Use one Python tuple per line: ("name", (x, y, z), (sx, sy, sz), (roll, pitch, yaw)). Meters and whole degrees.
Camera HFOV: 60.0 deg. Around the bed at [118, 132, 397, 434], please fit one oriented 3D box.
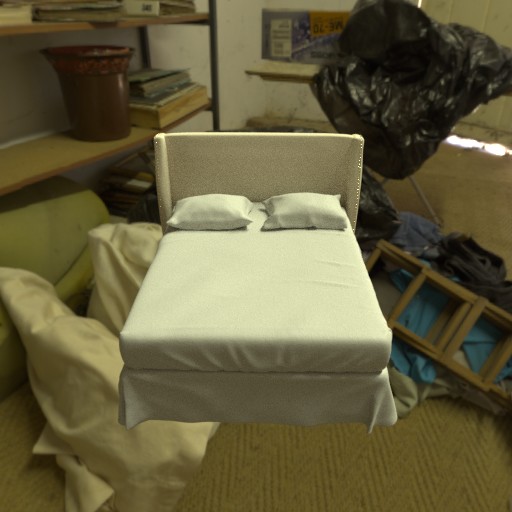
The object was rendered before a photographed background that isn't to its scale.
("bed", (0.000, 0.000, 3.477), (1.925, 1.332, 2.276), (1, 31, 1))
